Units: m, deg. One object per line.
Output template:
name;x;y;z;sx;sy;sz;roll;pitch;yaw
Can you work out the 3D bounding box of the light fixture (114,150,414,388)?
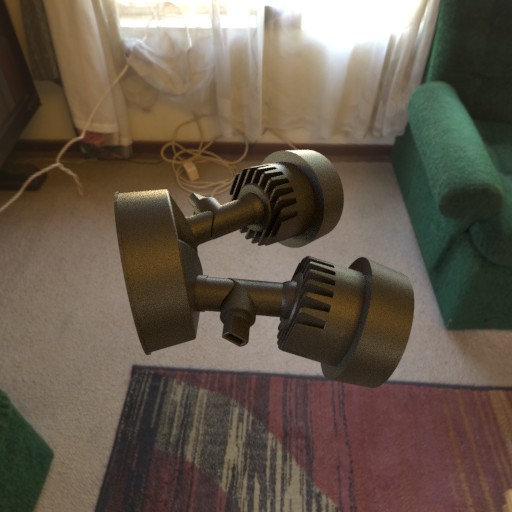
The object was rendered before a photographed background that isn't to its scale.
light fixture;0.000;0.000;0.312;0.168;0.120;0.213;-11;47;-10
